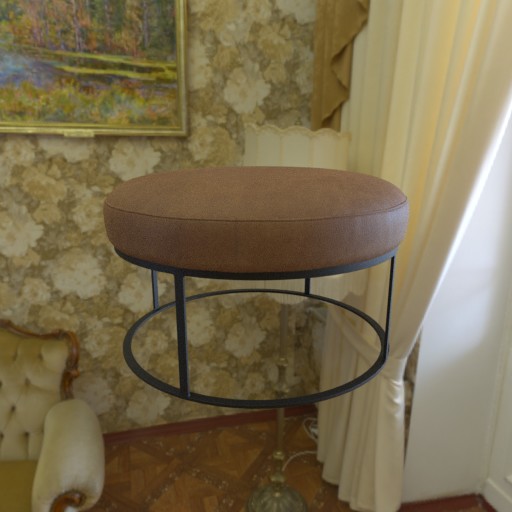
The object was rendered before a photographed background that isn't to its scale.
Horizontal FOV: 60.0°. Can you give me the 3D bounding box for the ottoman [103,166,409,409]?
[{"bbox_3d":[0.000,0.000,1.215,0.771,0.460,0.771,0,15,0],"label":"ottoman"}]
